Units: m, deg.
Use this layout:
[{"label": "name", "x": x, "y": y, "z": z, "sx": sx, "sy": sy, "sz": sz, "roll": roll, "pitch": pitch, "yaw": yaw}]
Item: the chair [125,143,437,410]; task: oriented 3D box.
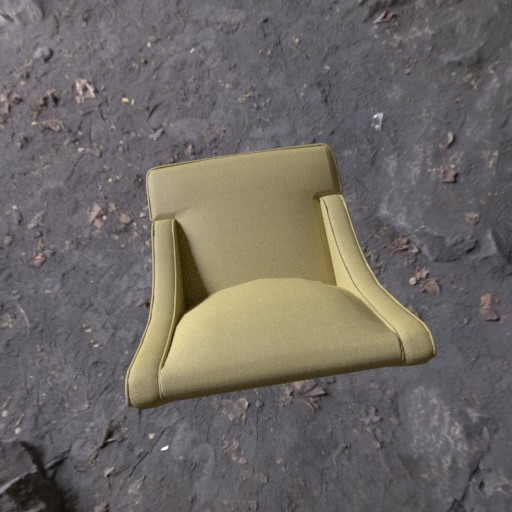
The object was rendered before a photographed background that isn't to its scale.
[{"label": "chair", "x": 0.000, "y": 0.000, "z": 1.465, "sx": 0.696, "sy": 0.896, "sz": 0.814, "roll": -9, "pitch": 76, "yaw": -2}]
